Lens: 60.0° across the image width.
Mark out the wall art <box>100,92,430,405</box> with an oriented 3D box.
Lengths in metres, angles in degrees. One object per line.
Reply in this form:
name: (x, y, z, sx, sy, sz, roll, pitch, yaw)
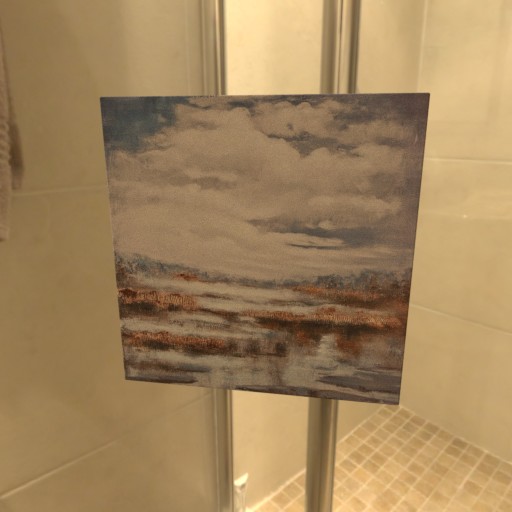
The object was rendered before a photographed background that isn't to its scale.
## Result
wall art: (0.000, 0.000, 1.313, 0.888, 0.897, 0.035, 3, 16, 9)
